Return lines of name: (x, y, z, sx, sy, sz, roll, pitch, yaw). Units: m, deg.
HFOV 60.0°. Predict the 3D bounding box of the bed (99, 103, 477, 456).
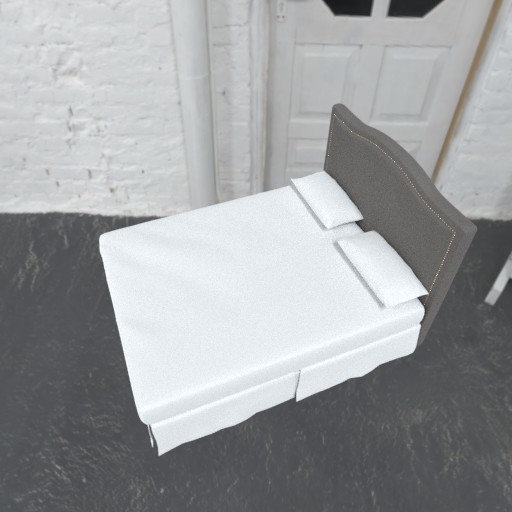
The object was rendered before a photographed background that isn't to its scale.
bed: (0.000, 0.000, 3.431, 2.282, 1.436, 1.821, -16, 49, -15)
